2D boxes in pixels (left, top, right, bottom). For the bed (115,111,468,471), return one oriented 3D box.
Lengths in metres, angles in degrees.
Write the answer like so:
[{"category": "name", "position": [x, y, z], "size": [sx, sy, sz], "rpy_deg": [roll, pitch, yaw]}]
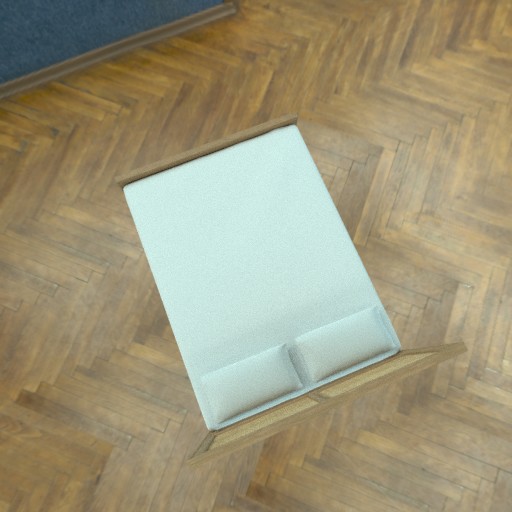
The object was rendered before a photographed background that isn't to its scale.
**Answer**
[{"category": "bed", "position": [0.000, 0.000, 3.260], "size": [1.606, 1.387, 2.184], "rpy_deg": [-21, 77, -5]}]
